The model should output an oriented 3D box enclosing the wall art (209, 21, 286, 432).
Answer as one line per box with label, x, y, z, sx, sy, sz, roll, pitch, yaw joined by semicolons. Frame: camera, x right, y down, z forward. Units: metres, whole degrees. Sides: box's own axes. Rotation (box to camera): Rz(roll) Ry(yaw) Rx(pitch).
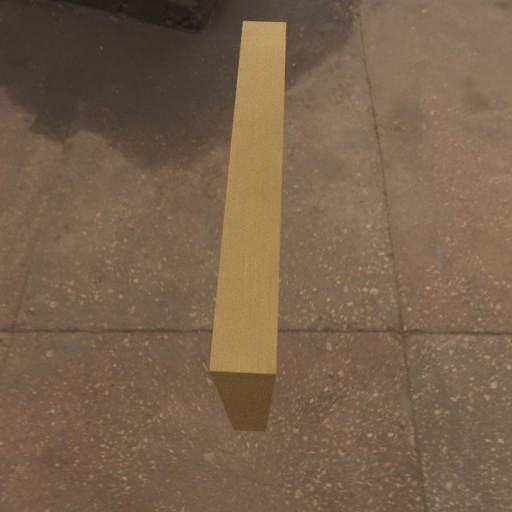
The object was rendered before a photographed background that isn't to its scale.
wall art;0.000;0.000;0.454;0.038;0.305;0.305;3;63;1
